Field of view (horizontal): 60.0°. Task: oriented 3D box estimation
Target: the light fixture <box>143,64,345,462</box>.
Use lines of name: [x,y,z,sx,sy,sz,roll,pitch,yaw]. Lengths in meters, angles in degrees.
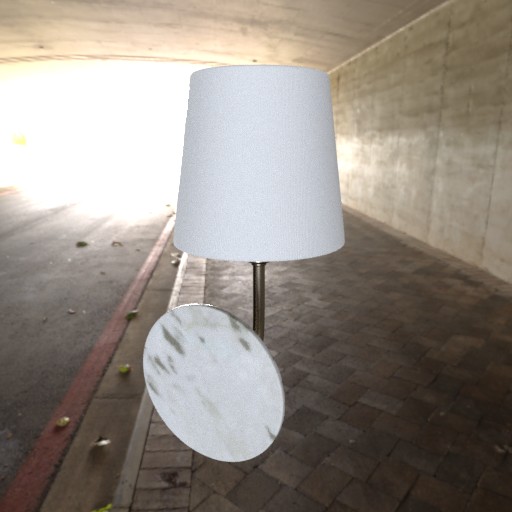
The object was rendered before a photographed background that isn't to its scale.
light fixture: [0.000,0.000,0.442,0.168,0.337,0.188,7,16,26]
